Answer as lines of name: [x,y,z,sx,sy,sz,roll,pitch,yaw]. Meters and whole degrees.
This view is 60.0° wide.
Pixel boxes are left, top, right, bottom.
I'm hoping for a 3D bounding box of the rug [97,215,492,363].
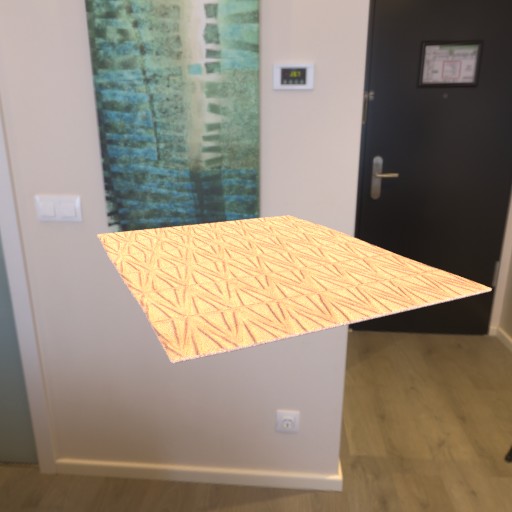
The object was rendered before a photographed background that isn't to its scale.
rug: [0.000,0.000,4.090,2.453,0.043,3.052,-8,18,-25]
